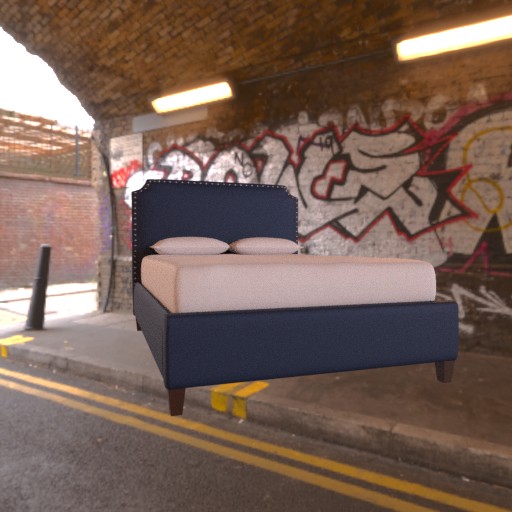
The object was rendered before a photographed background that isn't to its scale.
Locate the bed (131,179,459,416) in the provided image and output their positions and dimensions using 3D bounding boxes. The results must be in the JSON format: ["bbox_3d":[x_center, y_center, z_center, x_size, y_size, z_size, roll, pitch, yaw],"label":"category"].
[{"bbox_3d":[0.000,0.000,3.400,1.712,1.443,2.372,0,1,-19],"label":"bed"}]
